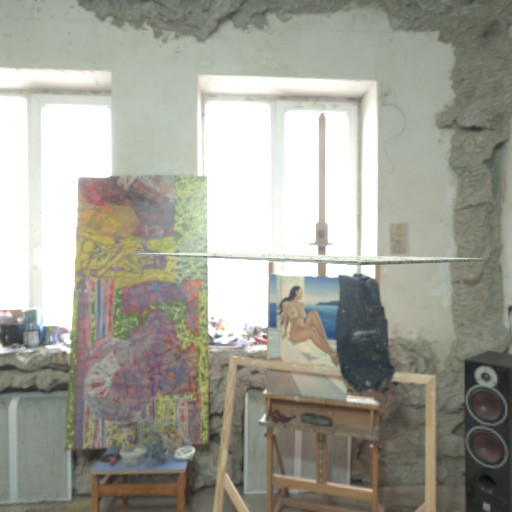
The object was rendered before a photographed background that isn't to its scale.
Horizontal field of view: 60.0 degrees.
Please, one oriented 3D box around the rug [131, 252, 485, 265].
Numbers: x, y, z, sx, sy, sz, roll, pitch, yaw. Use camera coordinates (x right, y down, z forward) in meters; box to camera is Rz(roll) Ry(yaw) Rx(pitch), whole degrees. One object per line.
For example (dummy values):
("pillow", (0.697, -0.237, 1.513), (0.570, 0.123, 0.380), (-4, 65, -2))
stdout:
("rug", (0.000, 0.000, 2.717), (0.770, 0.013, 2.434), (-1, 1, -34))
